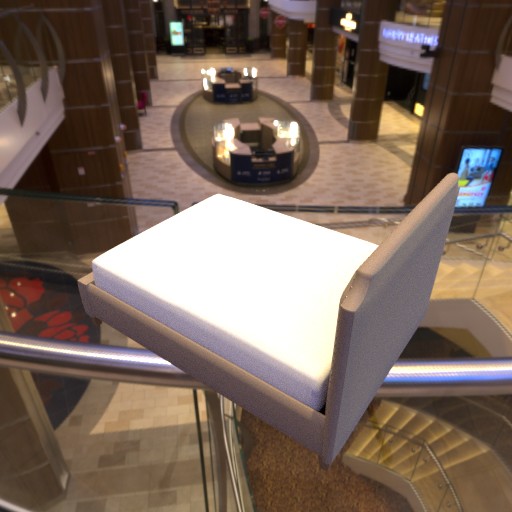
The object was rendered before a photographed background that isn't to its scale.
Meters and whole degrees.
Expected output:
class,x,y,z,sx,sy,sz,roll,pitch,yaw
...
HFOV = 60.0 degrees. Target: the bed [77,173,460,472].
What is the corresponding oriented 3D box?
class,x,y,z,sx,sy,sz,roll,pitch,yaw
bed,0.000,0.000,3.423,2.372,1.443,1.713,22,39,30
